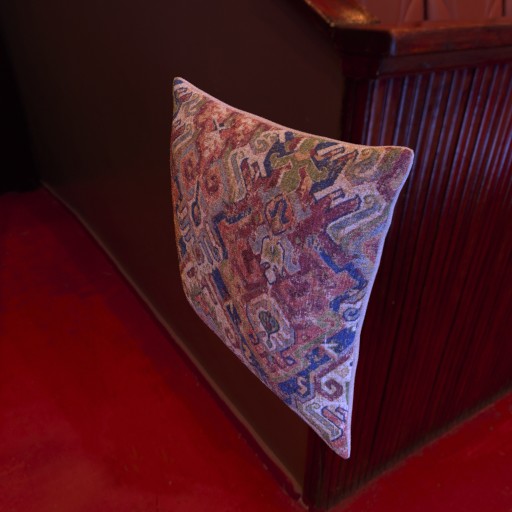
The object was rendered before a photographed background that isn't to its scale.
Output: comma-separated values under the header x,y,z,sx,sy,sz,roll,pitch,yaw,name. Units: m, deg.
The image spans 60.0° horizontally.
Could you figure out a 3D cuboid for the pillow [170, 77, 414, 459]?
x,y,z,sx,sy,sz,roll,pitch,yaw,name
0.000,0.000,0.755,0.166,0.506,0.523,-21,37,-30,pillow
